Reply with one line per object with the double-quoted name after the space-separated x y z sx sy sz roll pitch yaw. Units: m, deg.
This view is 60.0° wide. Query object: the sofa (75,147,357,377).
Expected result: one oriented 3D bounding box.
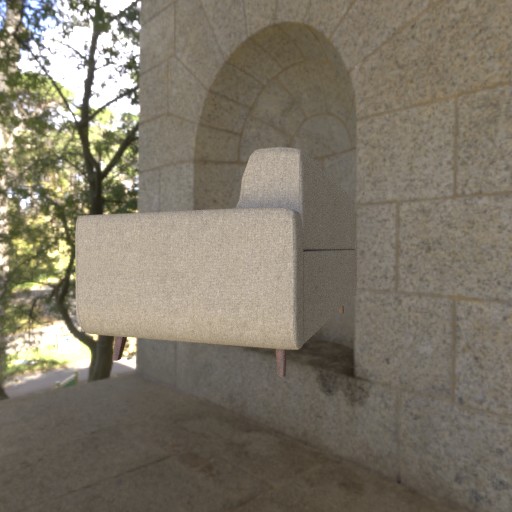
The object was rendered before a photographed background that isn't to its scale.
0.000 0.000 2.609 0.968 0.873 2.055 0 1 18 "sofa"
